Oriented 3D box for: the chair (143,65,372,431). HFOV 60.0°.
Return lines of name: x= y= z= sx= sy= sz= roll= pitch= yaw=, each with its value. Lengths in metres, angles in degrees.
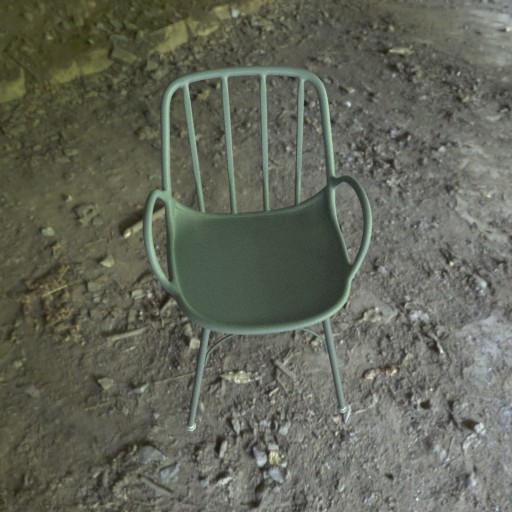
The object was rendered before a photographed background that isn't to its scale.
chair: x=0.000 y=0.000 z=1.237 sx=0.549 sy=0.816 sz=0.597 roll=-5 pitch=46 yaw=-5
